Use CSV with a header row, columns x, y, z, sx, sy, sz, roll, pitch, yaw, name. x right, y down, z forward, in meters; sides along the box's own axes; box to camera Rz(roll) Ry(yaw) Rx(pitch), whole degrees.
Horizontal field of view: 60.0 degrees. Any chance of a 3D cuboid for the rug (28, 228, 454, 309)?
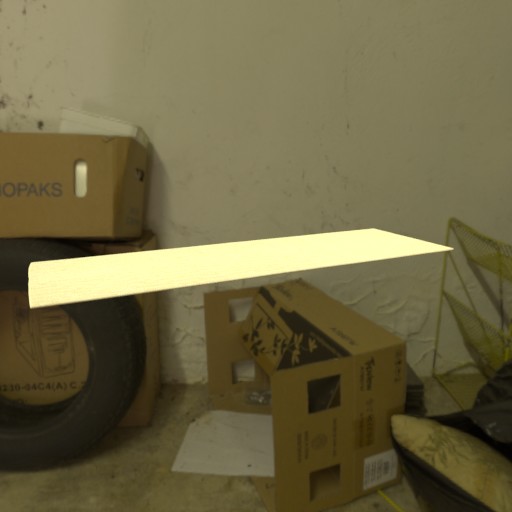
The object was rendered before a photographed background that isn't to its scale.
x,y,z,sx,sy,sz,roll,pitch,yaw,name
0.000,0.000,2.660,2.450,0.014,0.793,-7,15,-25,rug
